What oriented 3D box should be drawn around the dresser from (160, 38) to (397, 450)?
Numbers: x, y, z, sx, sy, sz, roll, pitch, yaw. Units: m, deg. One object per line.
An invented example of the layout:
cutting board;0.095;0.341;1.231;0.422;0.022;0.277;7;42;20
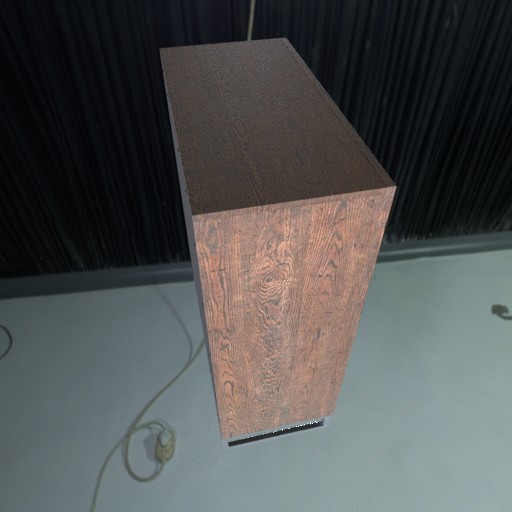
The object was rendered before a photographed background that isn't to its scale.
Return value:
dresser;0.000;0.000;1.799;0.508;1.321;0.965;-9;46;-9
